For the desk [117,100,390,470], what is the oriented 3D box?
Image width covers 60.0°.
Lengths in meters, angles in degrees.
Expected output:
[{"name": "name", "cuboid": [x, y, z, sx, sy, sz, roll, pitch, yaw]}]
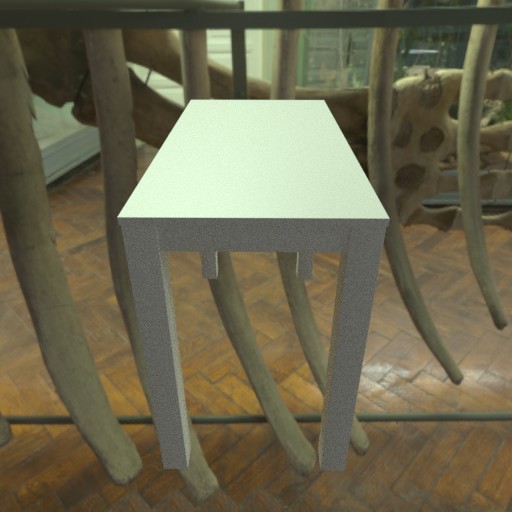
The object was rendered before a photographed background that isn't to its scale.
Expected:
[{"name": "desk", "cuboid": [0.000, 0.000, 1.428, 0.497, 0.762, 0.990, 0, 31, 1]}]
